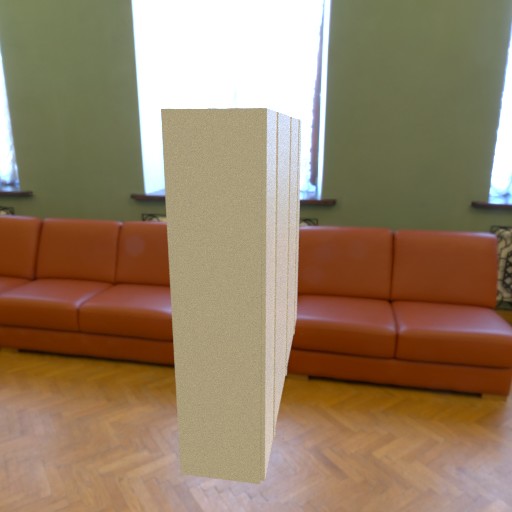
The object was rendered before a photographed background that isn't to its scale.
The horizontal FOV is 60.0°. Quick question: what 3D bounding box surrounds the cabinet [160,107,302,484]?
[{"bbox_3d":[0.000,0.000,3.937,0.590,2.370,2.700,3,16,9],"label":"cabinet"}]
